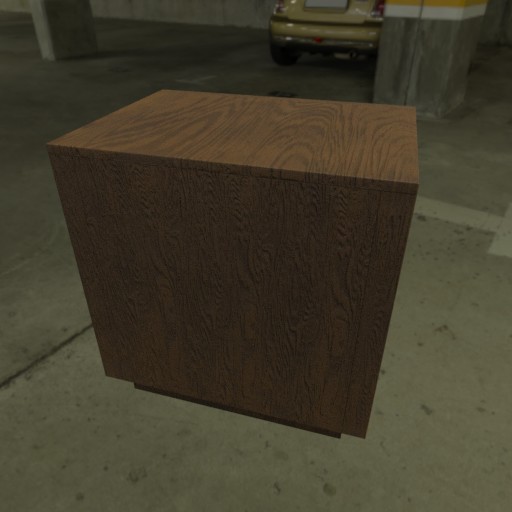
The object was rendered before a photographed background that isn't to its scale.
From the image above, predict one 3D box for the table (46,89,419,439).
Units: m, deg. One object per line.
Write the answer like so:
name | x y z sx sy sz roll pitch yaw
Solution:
table | 0.000 0.000 0.962 0.560 0.585 0.439 9 33 14
